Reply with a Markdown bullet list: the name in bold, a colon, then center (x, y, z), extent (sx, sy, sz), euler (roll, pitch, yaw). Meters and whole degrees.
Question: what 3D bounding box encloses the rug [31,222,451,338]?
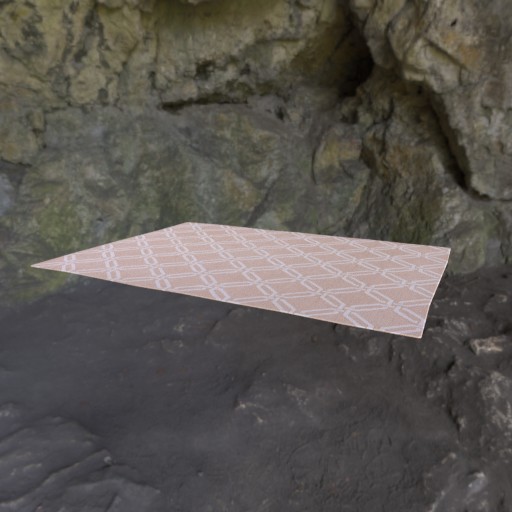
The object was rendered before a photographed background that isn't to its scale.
- **rug**: center (0.000, 0.000, 4.318), extent (3.365, 0.020, 2.452), euler (7, 16, 26)
